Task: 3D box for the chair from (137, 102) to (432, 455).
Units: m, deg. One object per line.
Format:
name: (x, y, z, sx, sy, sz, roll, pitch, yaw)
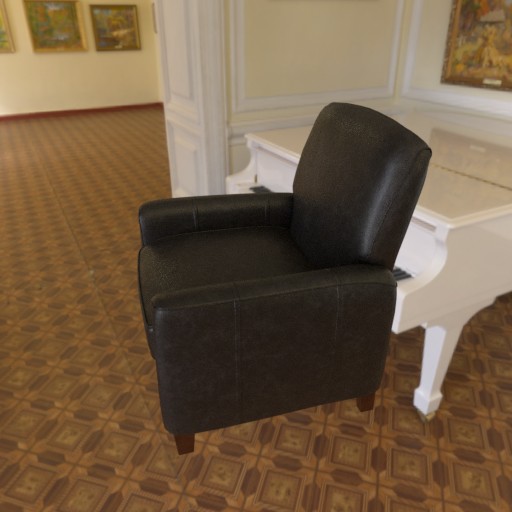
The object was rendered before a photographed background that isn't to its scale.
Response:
chair: (0.000, 0.000, 1.638, 0.864, 1.014, 0.848, -8, 29, -14)
